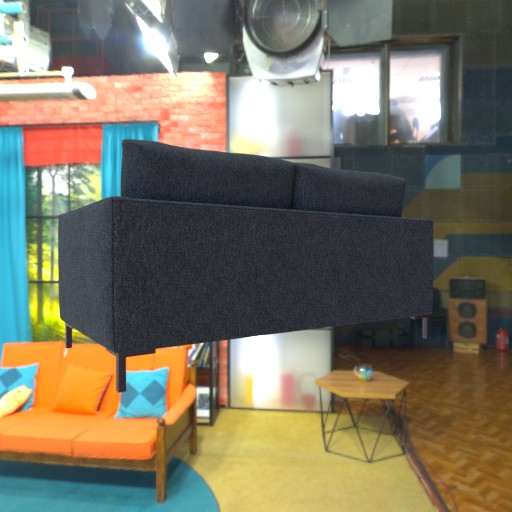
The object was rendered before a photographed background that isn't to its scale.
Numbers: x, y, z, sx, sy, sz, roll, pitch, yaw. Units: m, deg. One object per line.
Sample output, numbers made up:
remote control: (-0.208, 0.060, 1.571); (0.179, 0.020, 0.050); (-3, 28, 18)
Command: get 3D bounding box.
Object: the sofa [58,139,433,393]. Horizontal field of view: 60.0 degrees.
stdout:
sofa: (0.000, 0.000, 2.211); (1.716, 0.862, 0.866); (0, 0, -34)
